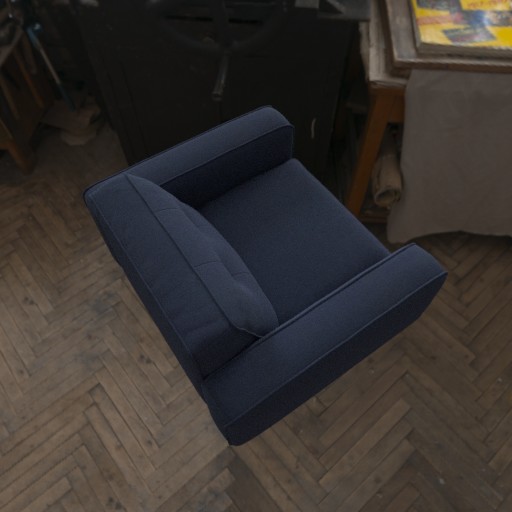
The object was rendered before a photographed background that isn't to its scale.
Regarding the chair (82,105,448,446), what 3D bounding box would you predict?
[{"bbox_3d":[0.000,0.000,1.807,0.953,0.783,1.118,-30,63,-18],"label":"chair"}]
